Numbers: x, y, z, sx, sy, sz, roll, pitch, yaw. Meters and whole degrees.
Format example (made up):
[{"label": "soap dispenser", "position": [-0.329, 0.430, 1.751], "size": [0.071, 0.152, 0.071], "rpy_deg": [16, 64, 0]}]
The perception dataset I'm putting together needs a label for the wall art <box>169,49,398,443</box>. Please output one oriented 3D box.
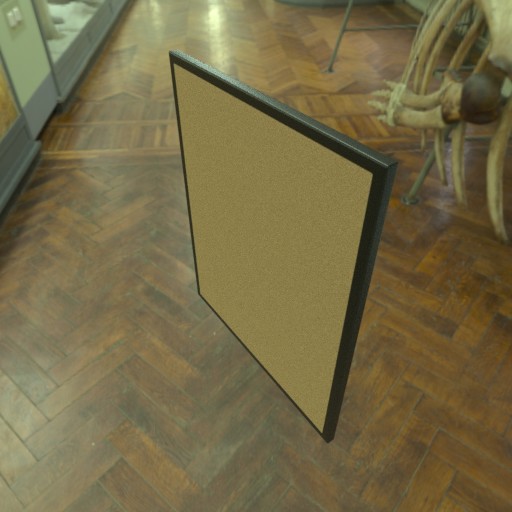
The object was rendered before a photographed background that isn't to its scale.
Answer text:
[{"label": "wall art", "position": [0.000, 0.000, 0.789], "size": [0.018, 0.582, 0.481], "rpy_deg": [-25, 47, -26]}]
